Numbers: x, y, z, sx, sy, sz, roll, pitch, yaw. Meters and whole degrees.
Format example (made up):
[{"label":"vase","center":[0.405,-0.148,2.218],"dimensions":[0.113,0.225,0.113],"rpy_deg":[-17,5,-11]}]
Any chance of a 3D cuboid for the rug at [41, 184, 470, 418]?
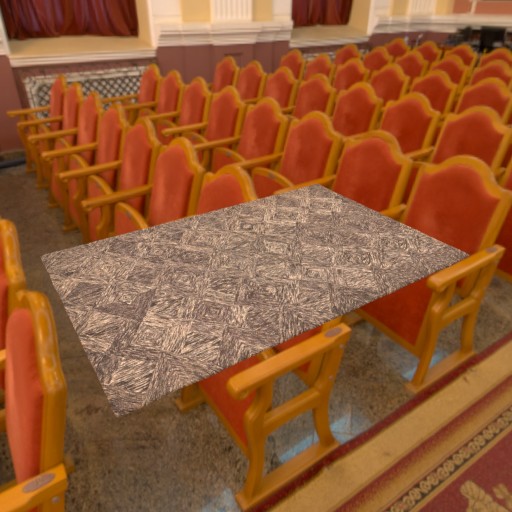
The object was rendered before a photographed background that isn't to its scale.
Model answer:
[{"label":"rug","center":[0.000,0.000,2.217],"dimensions":[1.808,0.011,1.189],"rpy_deg":[-18,35,-28]}]
